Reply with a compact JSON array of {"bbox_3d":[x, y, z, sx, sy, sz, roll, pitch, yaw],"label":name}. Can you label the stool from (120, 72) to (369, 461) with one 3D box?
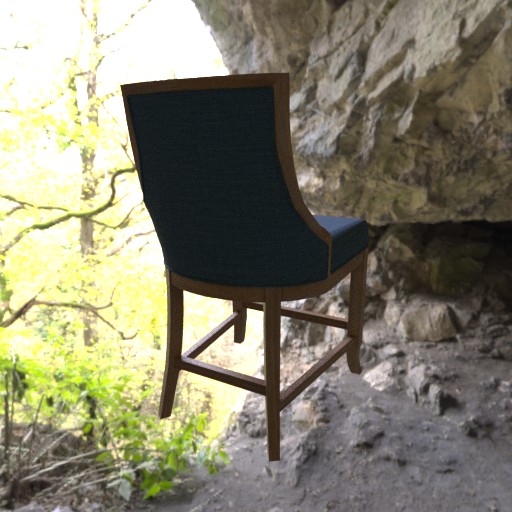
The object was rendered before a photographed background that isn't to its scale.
[{"bbox_3d":[0.000,0.000,1.323,0.524,0.938,0.626,8,17,28],"label":"stool"}]
